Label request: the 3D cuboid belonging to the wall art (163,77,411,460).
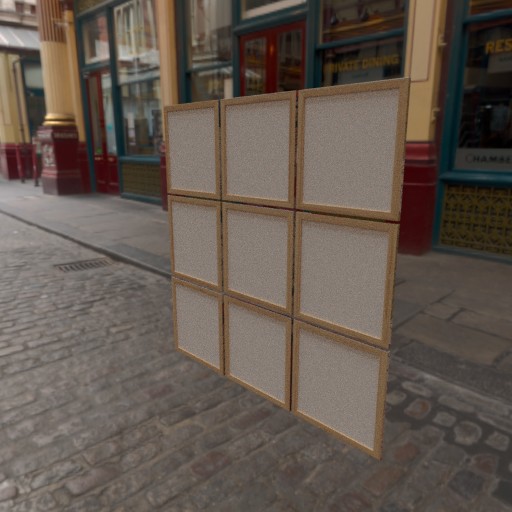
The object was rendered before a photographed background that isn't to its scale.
[{"bbox_3d":[0.000,0.000,1.779,0.013,1.218,1.206,-13,19,-43],"label":"wall art"}]
